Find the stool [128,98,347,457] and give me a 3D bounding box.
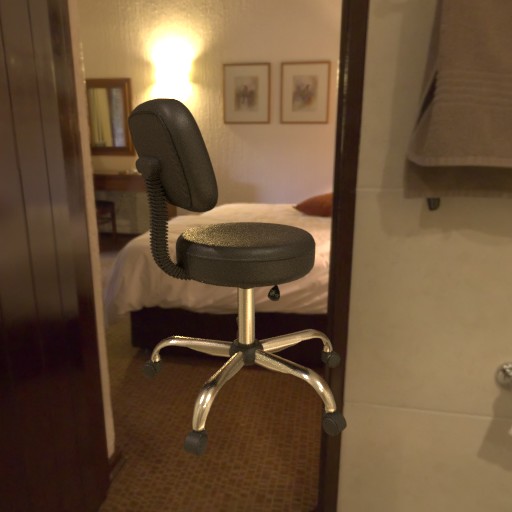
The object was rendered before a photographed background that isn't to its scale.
[{"bbox_3d":[0.000,0.000,1.319,0.648,0.862,0.673,-7,16,-26],"label":"stool"}]
